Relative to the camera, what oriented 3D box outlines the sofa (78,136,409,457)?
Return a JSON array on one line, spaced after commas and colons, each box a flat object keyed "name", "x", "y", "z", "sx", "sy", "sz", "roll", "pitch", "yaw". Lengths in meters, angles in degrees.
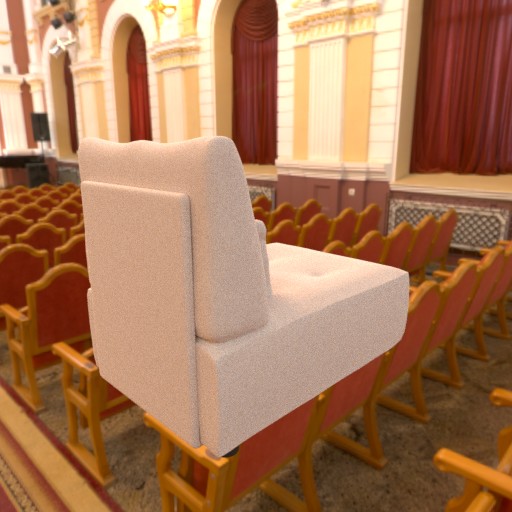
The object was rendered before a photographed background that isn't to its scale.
[{"name": "sofa", "x": 0.000, "y": 0.000, "z": 1.587, "sx": 1.000, "sy": 0.820, "sz": 0.700, "roll": -14, "pitch": 20, "yaw": -43}]
